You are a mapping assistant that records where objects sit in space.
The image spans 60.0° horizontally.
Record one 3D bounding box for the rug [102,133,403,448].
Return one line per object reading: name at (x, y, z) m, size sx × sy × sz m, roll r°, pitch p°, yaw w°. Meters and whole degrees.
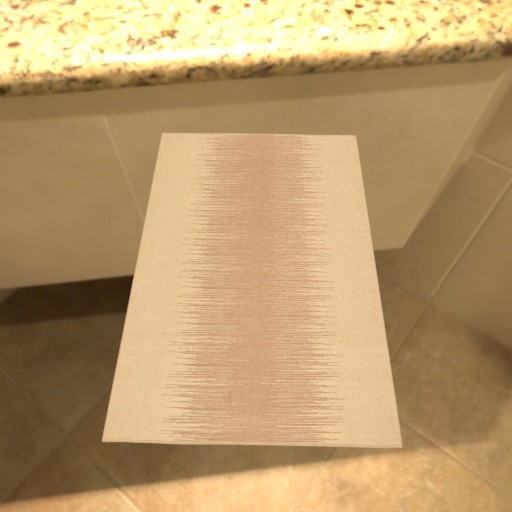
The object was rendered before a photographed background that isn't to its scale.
rug at (0.000, 0.000, 2.315) m, size 1.234 × 0.006 × 1.850 m, roll 1°, pitch 57°, yaw 1°
